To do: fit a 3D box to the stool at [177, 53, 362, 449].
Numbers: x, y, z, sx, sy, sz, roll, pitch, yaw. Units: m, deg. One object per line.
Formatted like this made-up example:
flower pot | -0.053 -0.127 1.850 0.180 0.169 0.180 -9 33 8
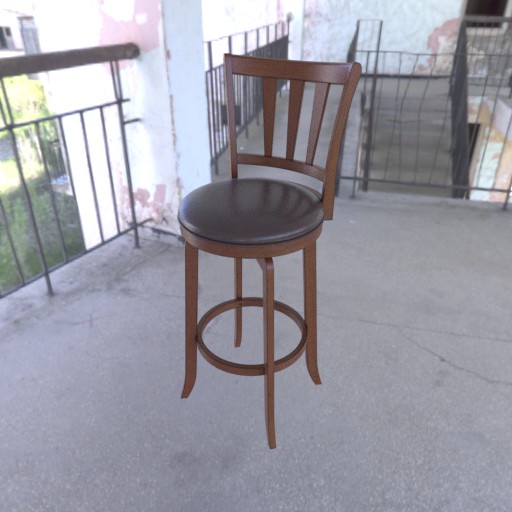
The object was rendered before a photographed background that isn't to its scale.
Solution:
stool | 0.000 0.000 1.462 0.464 1.177 0.503 18 34 29
